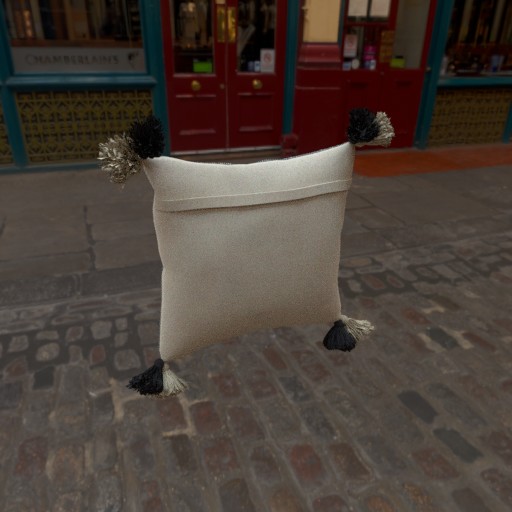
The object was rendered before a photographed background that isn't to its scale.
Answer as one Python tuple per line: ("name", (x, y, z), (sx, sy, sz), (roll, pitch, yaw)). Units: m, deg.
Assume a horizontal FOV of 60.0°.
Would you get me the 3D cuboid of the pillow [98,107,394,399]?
("pillow", (0.000, 0.000, 1.021), (0.654, 0.659, 0.170), (-9, 27, -18))
